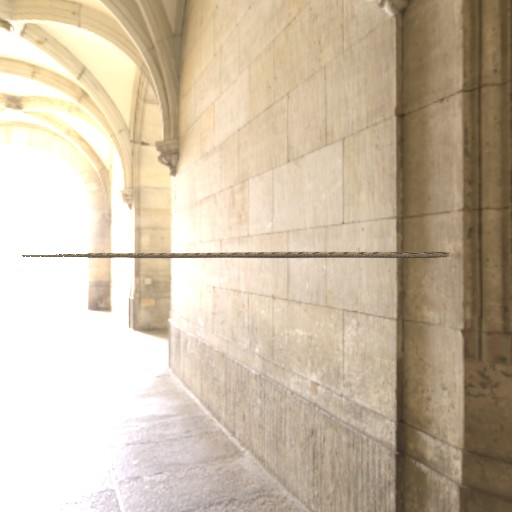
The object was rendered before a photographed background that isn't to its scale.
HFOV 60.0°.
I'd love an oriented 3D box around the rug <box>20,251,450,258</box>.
[{"bbox_3d":[0.000,0.000,3.172,2.449,0.028,1.829,0,0,20],"label":"rug"}]
